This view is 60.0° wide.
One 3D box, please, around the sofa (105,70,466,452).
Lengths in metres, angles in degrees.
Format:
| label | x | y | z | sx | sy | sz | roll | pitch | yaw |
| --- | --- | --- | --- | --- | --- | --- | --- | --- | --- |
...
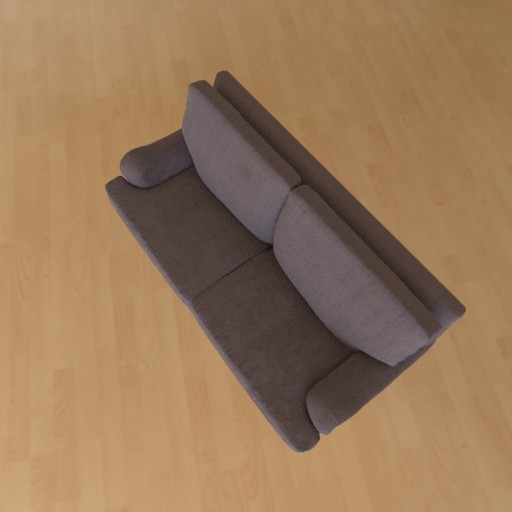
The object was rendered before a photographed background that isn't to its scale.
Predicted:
| label | x | y | z | sx | sy | sz | roll | pitch | yaw |
| --- | --- | --- | --- | --- | --- | --- | --- | --- | --- |
| sofa | 0.000 | 0.000 | 2.821 | 1.086 | 1.087 | 2.165 | -34 | 69 | -15 |
